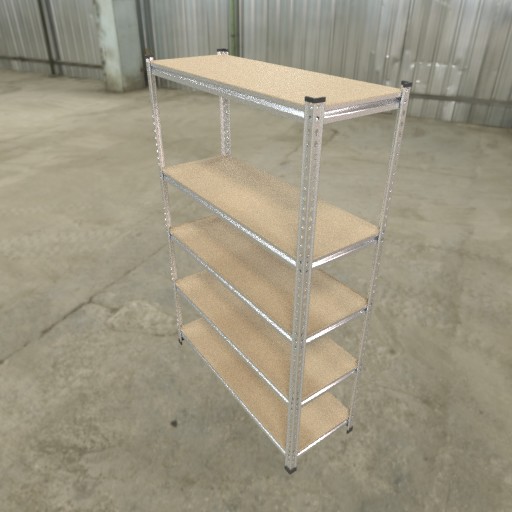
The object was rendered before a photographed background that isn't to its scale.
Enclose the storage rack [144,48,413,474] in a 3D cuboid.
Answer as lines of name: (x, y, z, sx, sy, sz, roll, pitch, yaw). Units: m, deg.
storage rack: (0.000, 0.000, 2.300, 0.457, 1.829, 1.219, -21, 37, -30)
